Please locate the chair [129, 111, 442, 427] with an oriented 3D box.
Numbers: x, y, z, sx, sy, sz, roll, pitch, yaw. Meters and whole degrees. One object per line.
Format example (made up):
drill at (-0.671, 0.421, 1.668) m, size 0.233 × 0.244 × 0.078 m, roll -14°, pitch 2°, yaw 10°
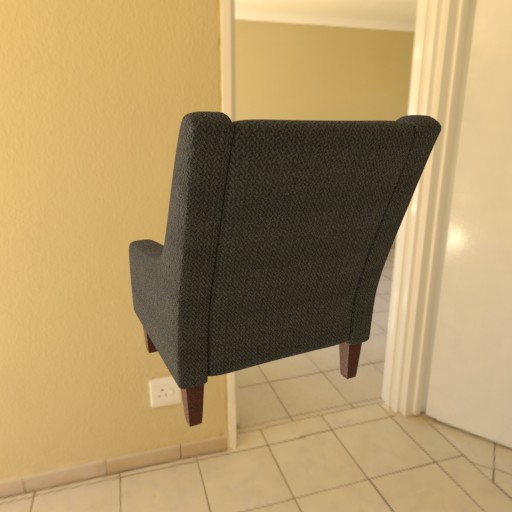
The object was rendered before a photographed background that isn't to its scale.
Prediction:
chair at (0.000, 0.000, 1.687) m, size 0.793 × 1.012 × 0.944 m, roll -8°, pitch 18°, yaw -26°
